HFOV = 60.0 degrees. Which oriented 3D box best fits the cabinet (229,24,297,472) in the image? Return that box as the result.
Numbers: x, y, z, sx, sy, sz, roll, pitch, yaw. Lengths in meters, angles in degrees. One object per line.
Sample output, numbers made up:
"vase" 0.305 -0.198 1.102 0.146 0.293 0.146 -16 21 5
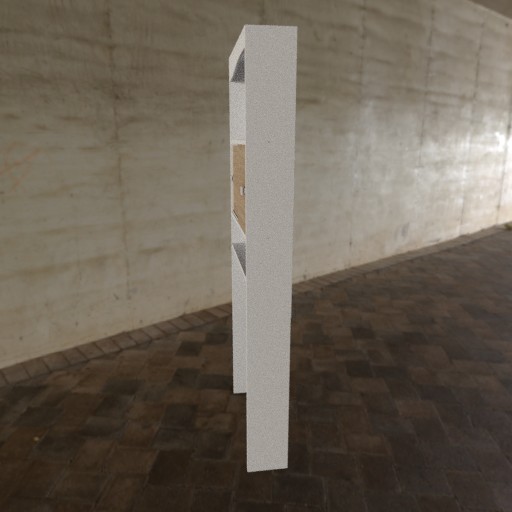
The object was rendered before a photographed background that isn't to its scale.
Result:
"cabinet" 0.000 0.000 2.022 0.192 1.770 0.643 -2 15 -8
